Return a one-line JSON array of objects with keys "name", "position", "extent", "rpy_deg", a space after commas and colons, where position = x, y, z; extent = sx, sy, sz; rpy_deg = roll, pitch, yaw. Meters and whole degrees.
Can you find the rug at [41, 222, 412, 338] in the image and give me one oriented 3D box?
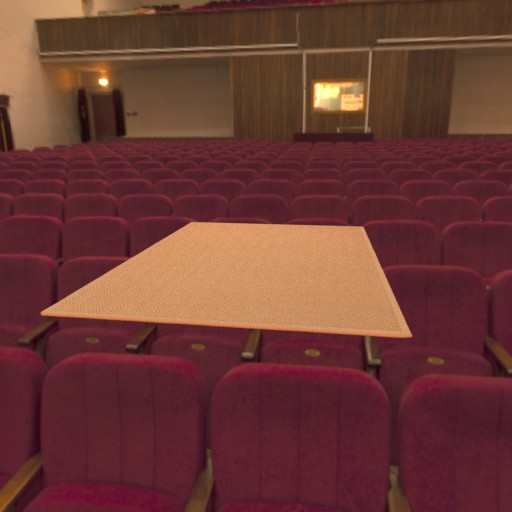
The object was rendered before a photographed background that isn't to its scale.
[{"name": "rug", "position": [0.000, 0.000, 2.850], "extent": [1.532, 0.017, 2.244], "rpy_deg": [2, 15, 8]}]
